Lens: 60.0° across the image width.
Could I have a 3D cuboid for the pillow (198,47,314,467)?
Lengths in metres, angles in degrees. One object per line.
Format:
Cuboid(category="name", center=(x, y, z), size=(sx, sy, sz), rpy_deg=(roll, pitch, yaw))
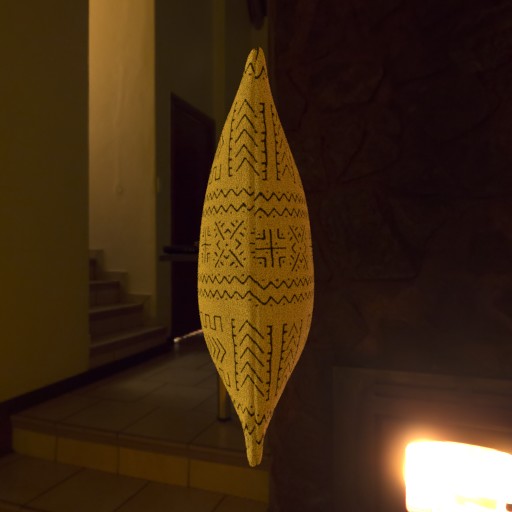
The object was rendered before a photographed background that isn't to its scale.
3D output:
Cuboid(category="pillow", center=(0.000, 0.000, 0.666), size=(0.164, 0.430, 0.438), rpy_deg=(0, 0, 0))
